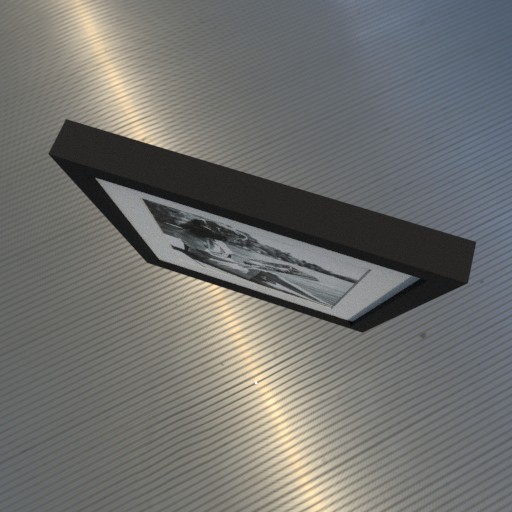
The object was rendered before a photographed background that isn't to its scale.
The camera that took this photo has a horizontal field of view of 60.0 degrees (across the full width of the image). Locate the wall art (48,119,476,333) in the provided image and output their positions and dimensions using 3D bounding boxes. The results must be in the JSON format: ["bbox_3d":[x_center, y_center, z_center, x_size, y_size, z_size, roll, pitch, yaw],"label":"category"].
[{"bbox_3d":[0.000,0.000,0.459,0.308,0.305,0.030,18,75,5],"label":"wall art"}]
